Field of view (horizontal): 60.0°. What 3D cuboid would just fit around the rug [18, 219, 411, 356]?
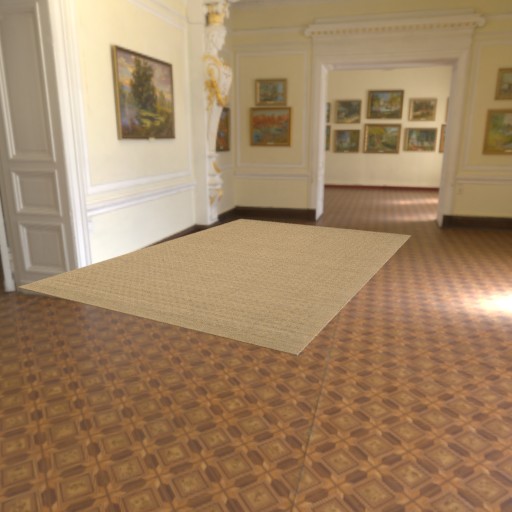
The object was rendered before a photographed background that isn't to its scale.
[{"bbox_3d":[0.000,0.000,3.678,1.981,0.006,2.895,8,17,27],"label":"rug"}]
